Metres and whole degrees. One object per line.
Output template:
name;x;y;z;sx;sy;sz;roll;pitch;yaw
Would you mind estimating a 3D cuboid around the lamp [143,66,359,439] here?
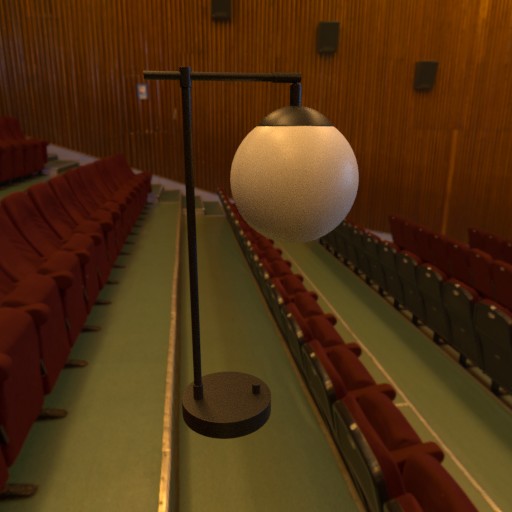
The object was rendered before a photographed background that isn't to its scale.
lamp;0.000;0.000;0.713;0.316;0.559;0.197;-3;16;-9
